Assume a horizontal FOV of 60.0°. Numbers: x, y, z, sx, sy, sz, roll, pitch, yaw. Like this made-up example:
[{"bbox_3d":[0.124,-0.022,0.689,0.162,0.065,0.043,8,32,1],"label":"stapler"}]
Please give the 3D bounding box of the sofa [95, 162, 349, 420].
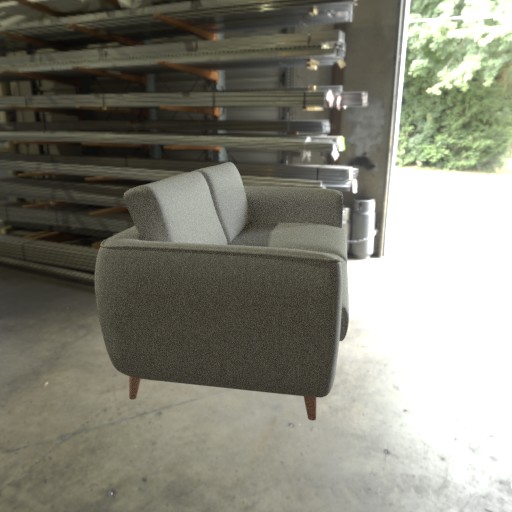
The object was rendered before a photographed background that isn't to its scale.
[{"bbox_3d":[0.000,0.000,2.259,0.920,0.850,1.700,3,16,10],"label":"sofa"}]
